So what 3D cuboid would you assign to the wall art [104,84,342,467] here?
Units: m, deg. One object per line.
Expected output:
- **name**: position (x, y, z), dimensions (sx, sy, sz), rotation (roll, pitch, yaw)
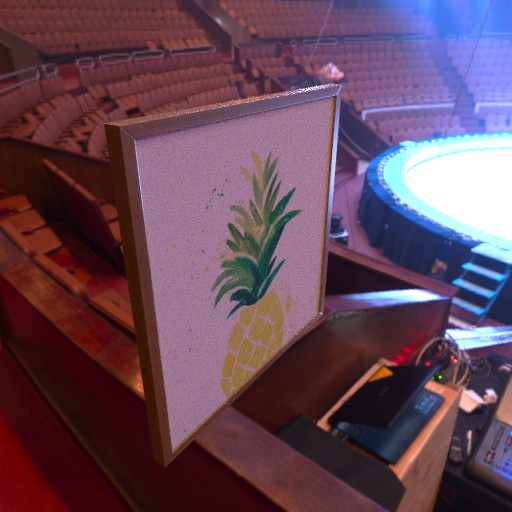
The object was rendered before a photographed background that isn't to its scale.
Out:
- **wall art**: position (0.000, 0.000, 1.128), dimensions (0.037, 0.760, 0.762), rotation (18, 32, 31)
